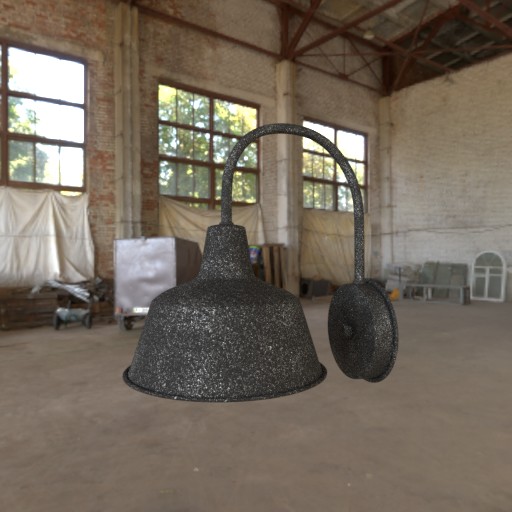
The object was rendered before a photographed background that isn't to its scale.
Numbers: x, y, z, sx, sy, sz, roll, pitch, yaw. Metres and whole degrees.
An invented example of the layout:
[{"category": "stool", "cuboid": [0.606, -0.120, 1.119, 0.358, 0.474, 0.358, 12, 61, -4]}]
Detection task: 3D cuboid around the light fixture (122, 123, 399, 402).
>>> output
[{"category": "light fixture", "cuboid": [0.000, 0.000, 0.491, 0.283, 0.300, 0.216, 0, 0, -18]}]
